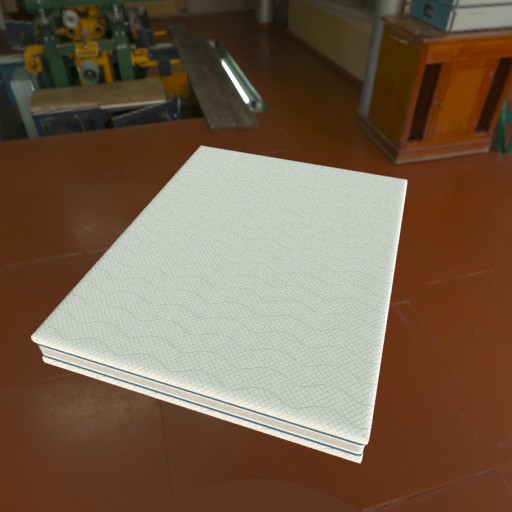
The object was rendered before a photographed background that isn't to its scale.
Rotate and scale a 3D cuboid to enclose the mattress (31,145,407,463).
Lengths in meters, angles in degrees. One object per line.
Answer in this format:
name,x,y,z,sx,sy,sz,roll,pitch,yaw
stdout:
mattress,0.000,0.000,2.693,1.600,0.230,2.000,13,43,14
